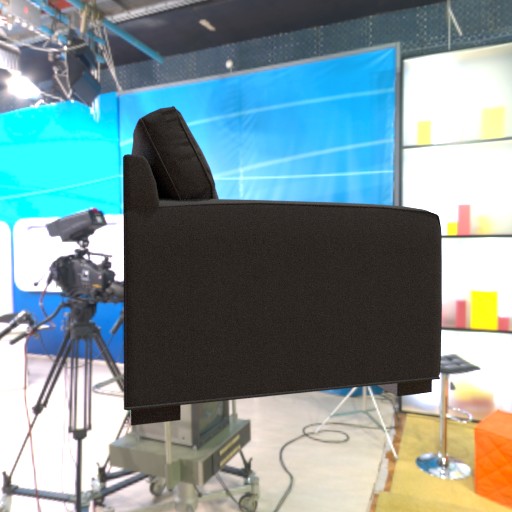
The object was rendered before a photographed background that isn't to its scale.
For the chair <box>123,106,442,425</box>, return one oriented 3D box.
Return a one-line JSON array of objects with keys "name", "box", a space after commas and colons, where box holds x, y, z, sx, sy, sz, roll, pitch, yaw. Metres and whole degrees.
[{"name": "chair", "box": [0.000, 0.000, 1.815, 1.043, 0.913, 0.997, 0, 1, -17]}]
